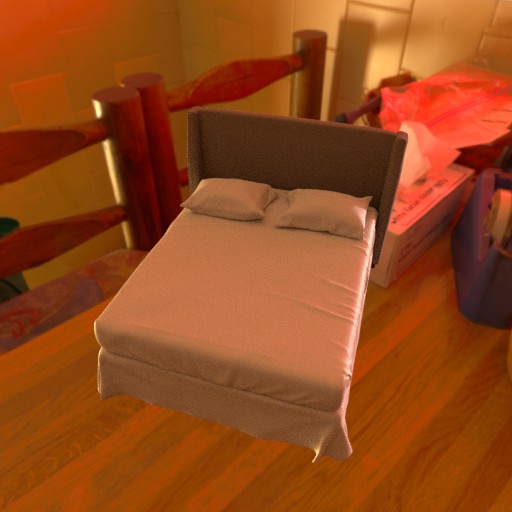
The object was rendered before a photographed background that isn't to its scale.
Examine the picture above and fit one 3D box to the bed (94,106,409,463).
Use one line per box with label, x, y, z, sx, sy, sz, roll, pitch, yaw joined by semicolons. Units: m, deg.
bed;0.000;0.000;3.411;1.925;1.332;2.276;11;41;13
